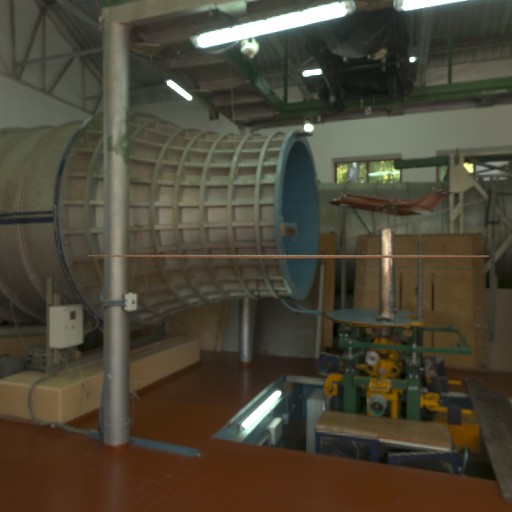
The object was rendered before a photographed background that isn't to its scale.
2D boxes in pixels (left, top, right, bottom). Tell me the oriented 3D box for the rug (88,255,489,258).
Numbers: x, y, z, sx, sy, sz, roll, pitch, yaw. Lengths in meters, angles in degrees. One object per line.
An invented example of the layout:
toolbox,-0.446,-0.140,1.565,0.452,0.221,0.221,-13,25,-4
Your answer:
rug,0.000,0.000,2.337,1.219,0.008,1.829,0,0,-36
